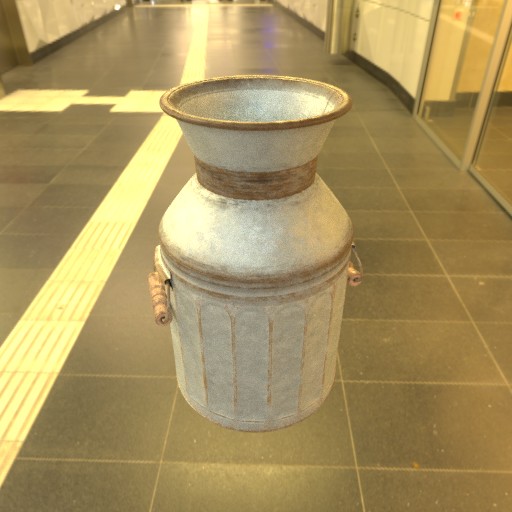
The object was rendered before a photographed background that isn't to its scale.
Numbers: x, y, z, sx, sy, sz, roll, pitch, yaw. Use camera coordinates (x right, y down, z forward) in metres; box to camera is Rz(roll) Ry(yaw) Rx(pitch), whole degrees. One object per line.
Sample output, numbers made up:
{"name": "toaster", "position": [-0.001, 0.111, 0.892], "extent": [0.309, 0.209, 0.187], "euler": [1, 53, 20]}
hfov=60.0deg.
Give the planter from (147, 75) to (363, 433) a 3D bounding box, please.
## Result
{"name": "planter", "position": [0.000, 0.000, 0.509], "extent": [0.248, 0.358, 0.215], "euler": [-10, 35, -15]}
